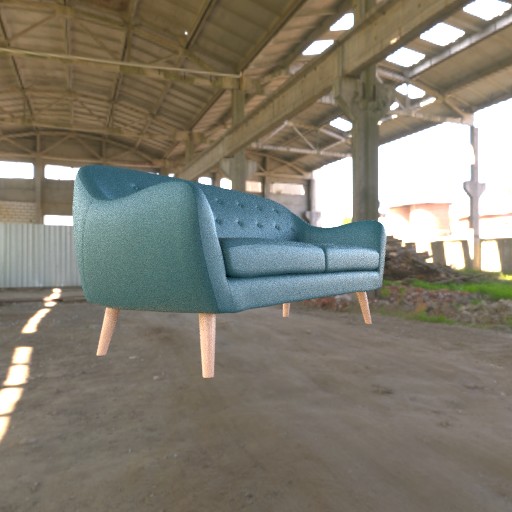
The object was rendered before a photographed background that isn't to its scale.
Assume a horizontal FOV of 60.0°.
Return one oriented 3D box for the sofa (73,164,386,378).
[{"bbox_3d":[0.000,0.000,2.321,0.820,0.836,1.840,0,-1,35],"label":"sofa"}]
